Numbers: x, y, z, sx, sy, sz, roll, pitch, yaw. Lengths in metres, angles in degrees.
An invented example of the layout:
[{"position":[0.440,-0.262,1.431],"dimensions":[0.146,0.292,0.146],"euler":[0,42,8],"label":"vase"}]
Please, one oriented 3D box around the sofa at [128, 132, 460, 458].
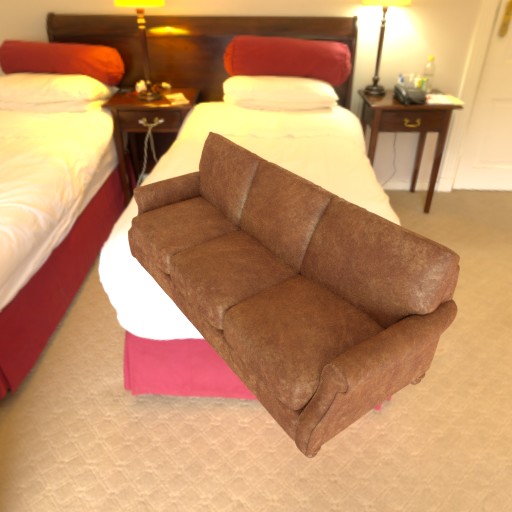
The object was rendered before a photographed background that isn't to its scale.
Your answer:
[{"position":[0.000,0.000,2.850],"dimensions":[0.973,0.977,2.351],"euler":[-21,38,-29],"label":"sofa"}]
